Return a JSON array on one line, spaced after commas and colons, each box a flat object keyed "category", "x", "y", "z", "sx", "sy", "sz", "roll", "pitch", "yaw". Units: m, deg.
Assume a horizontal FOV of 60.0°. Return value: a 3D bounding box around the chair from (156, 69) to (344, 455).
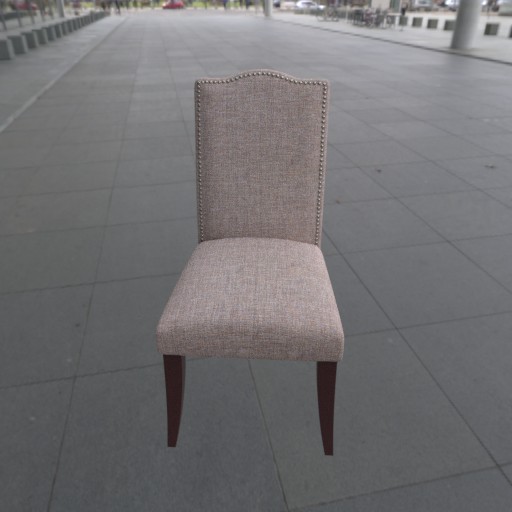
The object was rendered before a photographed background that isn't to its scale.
[{"category": "chair", "x": 0.000, "y": 0.000, "z": 1.397, "sx": 0.513, "sy": 1.016, "sz": 0.660, "roll": 2, "pitch": 30, "yaw": 3}]
